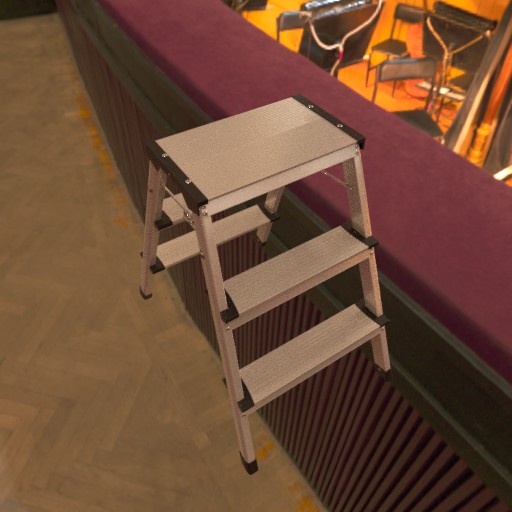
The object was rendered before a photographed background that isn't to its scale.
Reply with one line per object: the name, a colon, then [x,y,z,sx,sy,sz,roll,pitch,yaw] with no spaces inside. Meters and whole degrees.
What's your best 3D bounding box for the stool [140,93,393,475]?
stool: [0.000,0.000,1.016,0.437,0.605,0.622,-25,51,-22]
